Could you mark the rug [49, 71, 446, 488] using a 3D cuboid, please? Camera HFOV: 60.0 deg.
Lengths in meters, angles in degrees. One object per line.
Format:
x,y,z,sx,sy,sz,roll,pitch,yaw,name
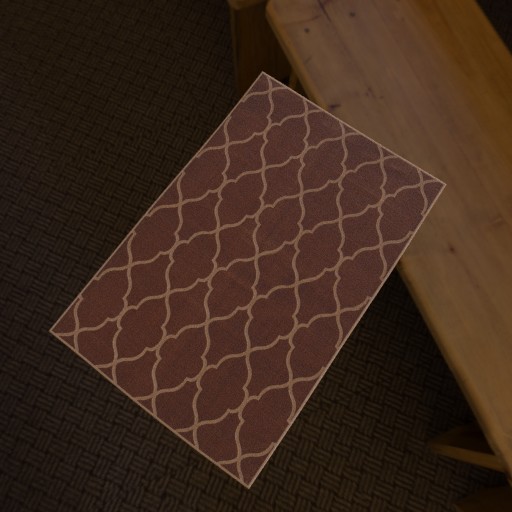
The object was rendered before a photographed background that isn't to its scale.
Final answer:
0.000,0.000,2.852,1.526,0.014,2.290,35,78,8,rug
